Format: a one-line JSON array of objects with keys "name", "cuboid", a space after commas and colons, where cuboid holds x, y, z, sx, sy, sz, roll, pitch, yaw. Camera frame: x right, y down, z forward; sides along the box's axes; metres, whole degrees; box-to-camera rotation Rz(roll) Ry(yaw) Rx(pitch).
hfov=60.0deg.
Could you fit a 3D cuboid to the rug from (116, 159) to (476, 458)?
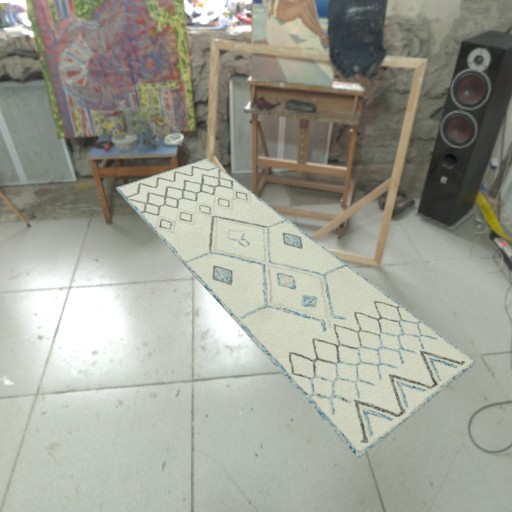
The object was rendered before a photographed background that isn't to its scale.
[{"name": "rug", "cuboid": [0.000, 0.000, 2.638, 0.770, 0.013, 2.434, -25, 46, -26]}]
